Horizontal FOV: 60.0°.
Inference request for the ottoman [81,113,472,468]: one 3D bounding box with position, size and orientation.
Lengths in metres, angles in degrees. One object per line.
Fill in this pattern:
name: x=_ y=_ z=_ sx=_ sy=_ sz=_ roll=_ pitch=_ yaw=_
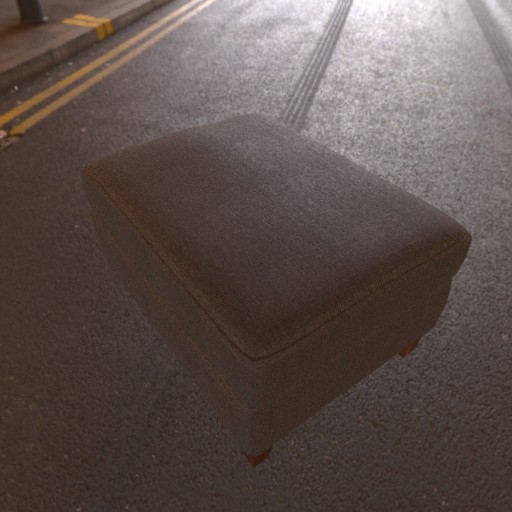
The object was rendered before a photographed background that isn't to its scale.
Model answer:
ottoman: x=0.000 y=0.000 z=1.206 sx=0.639 sy=0.496 sz=0.826 roll=-26 pitch=47 yaw=-26
